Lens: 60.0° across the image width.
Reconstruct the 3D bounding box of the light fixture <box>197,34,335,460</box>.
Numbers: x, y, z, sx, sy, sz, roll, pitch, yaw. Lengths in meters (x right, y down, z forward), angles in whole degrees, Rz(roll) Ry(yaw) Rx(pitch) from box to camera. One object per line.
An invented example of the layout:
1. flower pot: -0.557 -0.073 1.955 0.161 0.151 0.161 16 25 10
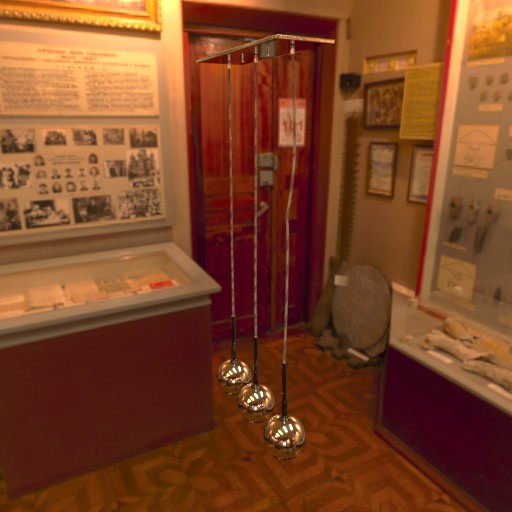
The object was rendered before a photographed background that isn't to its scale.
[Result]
1. light fixture: 0.000 0.000 1.665 0.188 1.408 0.623 -9 19 -26
